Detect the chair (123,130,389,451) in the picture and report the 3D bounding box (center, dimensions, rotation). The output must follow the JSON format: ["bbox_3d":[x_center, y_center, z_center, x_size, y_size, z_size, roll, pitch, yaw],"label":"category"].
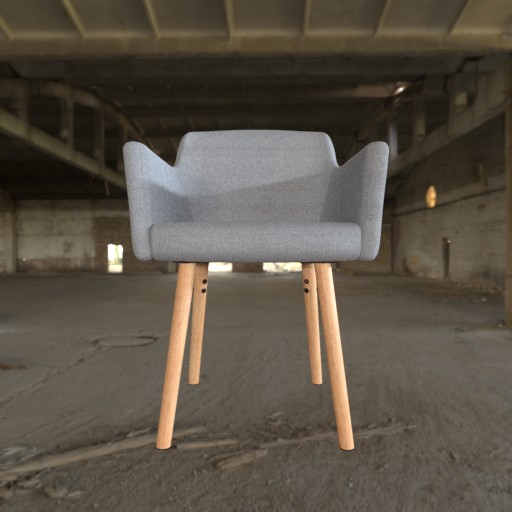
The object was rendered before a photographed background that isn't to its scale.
[{"bbox_3d":[0.000,0.000,1.158,0.570,0.780,0.540,0,1,0],"label":"chair"}]
